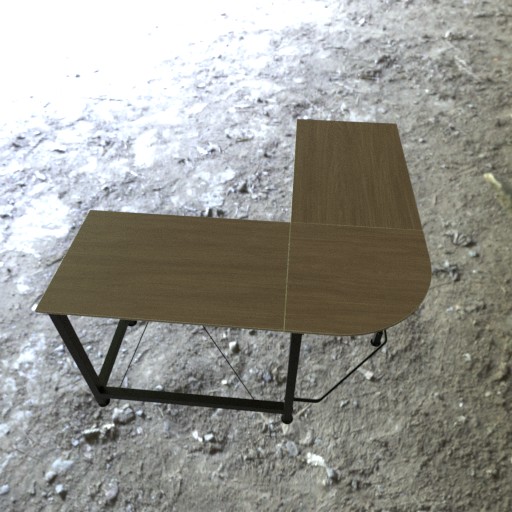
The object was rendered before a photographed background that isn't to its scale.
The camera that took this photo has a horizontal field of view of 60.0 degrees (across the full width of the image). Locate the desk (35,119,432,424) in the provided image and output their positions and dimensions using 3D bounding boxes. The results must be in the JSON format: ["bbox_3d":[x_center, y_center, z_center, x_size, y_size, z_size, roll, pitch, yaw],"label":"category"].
[{"bbox_3d":[0.000,0.000,2.238,1.400,0.762,1.400,4,46,4],"label":"desk"}]
